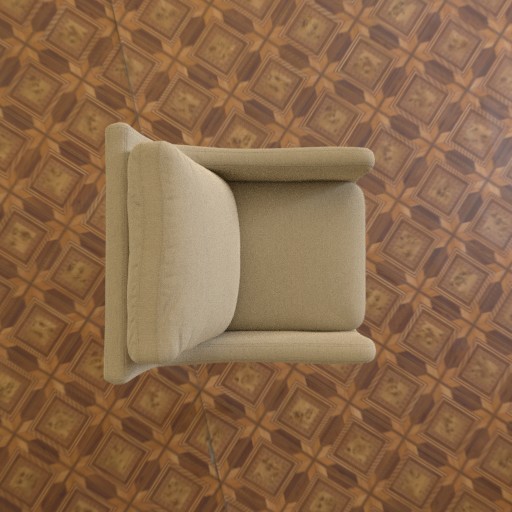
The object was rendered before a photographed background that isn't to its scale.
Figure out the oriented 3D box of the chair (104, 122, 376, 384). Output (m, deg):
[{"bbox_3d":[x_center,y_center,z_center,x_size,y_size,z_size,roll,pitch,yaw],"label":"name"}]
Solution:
[{"bbox_3d":[0.000,0.000,1.389,0.694,0.914,0.626,0,89,-1],"label":"chair"}]
